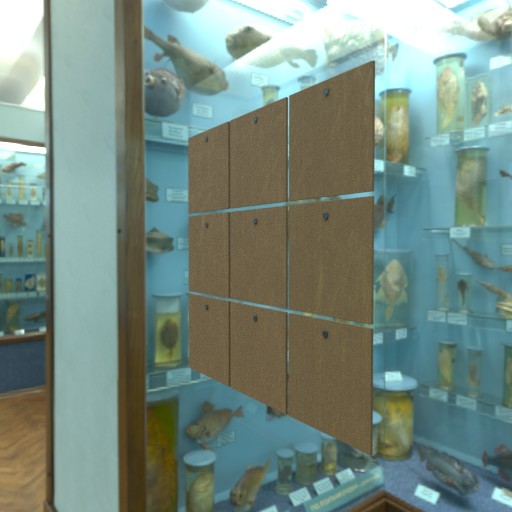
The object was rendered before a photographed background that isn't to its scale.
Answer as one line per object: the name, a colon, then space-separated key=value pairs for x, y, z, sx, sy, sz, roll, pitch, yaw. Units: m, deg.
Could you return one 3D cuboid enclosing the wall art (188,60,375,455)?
wall art: x=0.000 y=0.000 z=2.325 sx=0.023 sy=1.522 sz=1.526 roll=-1 pitch=2 yaw=-36
